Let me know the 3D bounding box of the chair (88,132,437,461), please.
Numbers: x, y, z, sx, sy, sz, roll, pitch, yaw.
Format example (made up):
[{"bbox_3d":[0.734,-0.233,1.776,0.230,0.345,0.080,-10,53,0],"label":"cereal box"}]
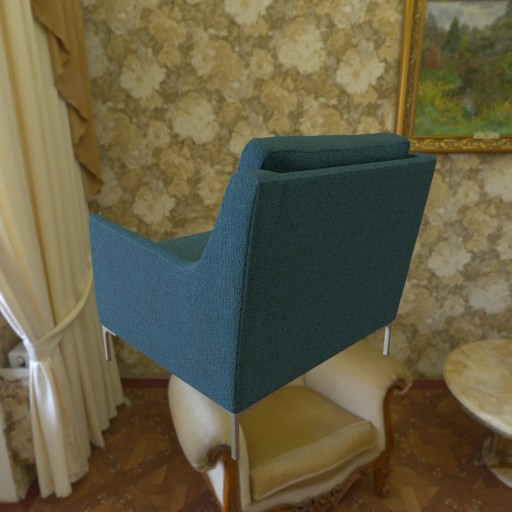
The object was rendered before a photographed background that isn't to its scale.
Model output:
[{"bbox_3d":[0.000,0.000,1.541,0.847,0.828,0.849,-16,23,-42],"label":"chair"}]
